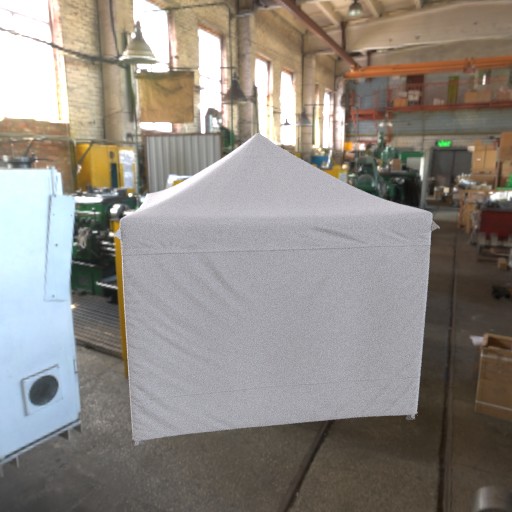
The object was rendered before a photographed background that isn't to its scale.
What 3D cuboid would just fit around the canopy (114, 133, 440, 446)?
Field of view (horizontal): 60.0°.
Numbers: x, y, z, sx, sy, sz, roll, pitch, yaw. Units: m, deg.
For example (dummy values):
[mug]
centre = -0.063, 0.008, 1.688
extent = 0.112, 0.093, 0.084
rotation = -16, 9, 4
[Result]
[canopy]
centre = 0.000, 0.000, 5.607
extent = 3.043, 2.997, 3.121
rotation = -2, 12, -9
